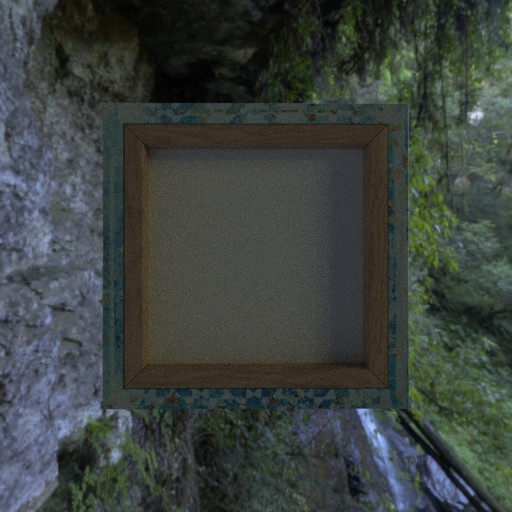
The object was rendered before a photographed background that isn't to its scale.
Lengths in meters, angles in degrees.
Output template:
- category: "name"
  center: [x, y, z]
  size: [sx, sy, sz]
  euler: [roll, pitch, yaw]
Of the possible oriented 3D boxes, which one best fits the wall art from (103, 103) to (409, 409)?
- category: "wall art"
  center: [0.000, 0.000, 0.605]
  size: [0.405, 0.405, 0.037]
  euler: [0, 0, 0]
